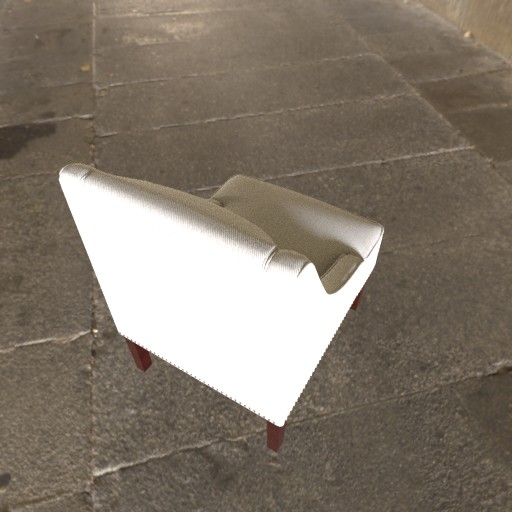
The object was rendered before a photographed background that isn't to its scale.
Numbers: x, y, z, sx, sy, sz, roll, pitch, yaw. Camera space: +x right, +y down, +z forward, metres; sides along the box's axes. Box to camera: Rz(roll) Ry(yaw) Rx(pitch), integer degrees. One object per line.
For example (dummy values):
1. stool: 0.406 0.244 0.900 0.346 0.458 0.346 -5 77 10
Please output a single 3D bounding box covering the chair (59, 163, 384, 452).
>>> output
1. chair: 0.000 0.000 1.416 0.628 0.872 0.748 24 51 21
